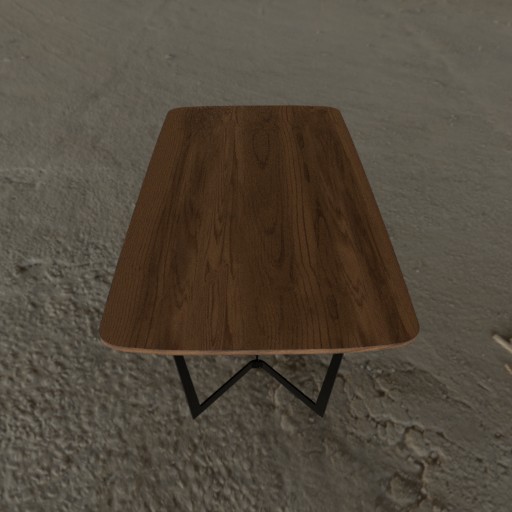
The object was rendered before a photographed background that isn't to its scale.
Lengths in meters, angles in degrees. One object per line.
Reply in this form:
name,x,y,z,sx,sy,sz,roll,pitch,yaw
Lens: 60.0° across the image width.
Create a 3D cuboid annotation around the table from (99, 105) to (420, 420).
table,0.000,0.000,2.087,0.949,0.765,1.643,-1,42,-1
